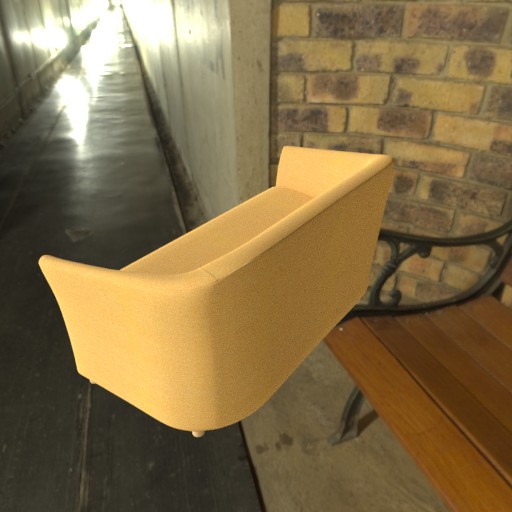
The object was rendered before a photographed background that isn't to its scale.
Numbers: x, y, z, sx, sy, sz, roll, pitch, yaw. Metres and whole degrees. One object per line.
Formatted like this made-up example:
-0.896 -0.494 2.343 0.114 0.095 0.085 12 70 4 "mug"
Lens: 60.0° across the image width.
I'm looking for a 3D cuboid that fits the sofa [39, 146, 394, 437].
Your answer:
0.000 0.000 1.867 0.705 0.721 1.452 22 38 31 "sofa"
